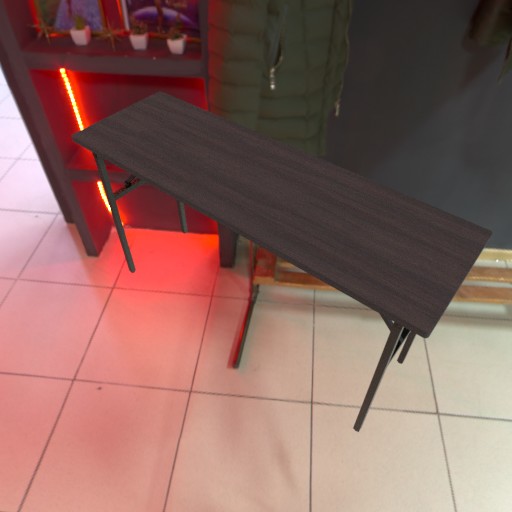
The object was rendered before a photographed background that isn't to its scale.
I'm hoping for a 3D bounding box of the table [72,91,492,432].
[{"bbox_3d":[0.000,0.000,1.732,1.399,0.750,0.449,30,53,25],"label":"table"}]
